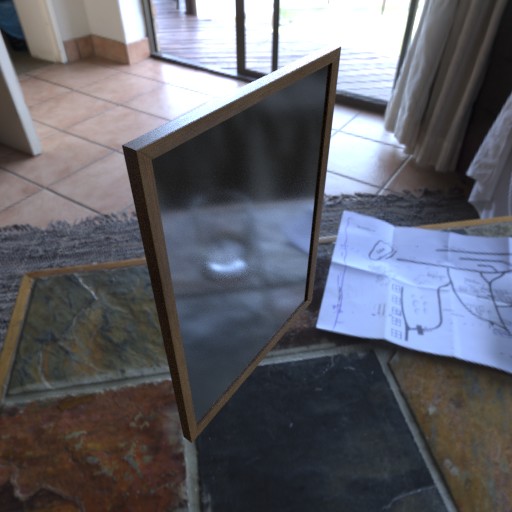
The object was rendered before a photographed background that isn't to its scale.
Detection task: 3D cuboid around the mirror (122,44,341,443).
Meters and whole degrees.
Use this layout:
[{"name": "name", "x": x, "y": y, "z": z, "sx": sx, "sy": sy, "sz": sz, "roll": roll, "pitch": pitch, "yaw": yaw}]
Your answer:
[{"name": "mirror", "x": 0.000, "y": 0.000, "z": 1.328, "sx": 0.040, "sy": 1.016, "sz": 0.762, "roll": 25, "pitch": 46, "yaw": 26}]
